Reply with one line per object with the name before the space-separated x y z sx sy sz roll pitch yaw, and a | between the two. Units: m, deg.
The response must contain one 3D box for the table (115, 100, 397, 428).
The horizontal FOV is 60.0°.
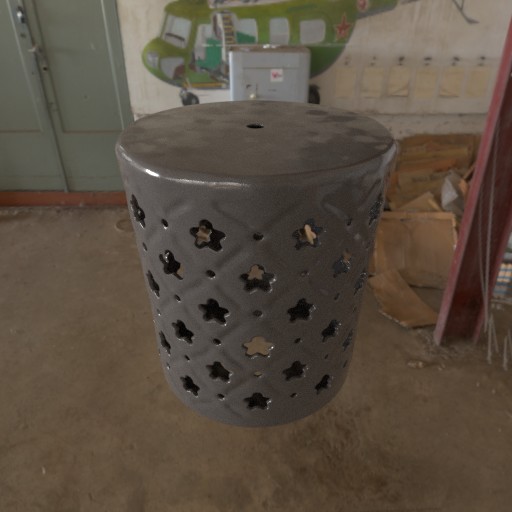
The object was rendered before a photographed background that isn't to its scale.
table | 0.000 0.000 0.665 0.352 0.387 0.352 0 31 0
